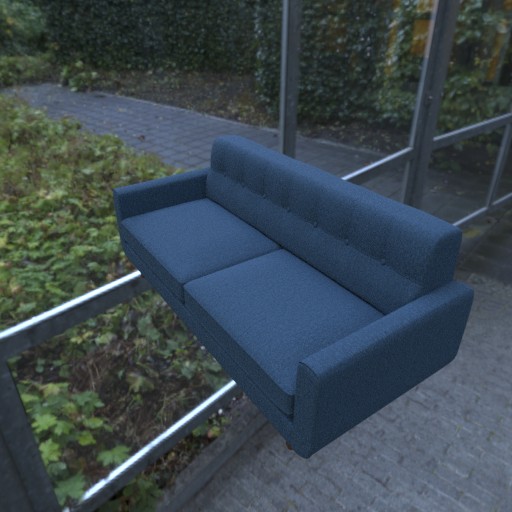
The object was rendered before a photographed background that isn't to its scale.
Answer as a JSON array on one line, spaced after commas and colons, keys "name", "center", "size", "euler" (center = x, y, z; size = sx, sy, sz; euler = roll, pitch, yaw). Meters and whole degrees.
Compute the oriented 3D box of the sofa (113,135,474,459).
[{"name": "sofa", "center": [0.000, 0.000, 2.510], "size": [0.942, 0.884, 2.055], "euler": [-19, 36, -29]}]
